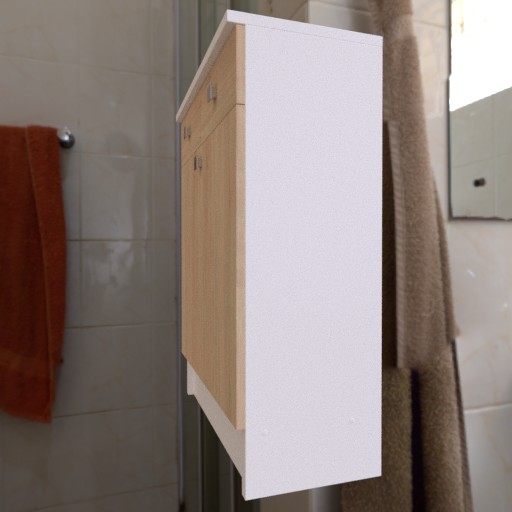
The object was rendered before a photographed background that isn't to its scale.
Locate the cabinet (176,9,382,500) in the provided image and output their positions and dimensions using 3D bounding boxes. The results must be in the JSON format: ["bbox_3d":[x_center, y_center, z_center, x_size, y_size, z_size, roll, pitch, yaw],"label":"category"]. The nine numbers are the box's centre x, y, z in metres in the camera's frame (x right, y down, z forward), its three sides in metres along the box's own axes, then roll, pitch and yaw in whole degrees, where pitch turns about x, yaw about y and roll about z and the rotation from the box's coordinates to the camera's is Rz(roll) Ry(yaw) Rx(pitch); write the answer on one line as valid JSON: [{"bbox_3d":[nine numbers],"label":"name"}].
[{"bbox_3d":[0.000,0.000,1.060,0.296,0.815,0.600,0,1,-18],"label":"cabinet"}]
